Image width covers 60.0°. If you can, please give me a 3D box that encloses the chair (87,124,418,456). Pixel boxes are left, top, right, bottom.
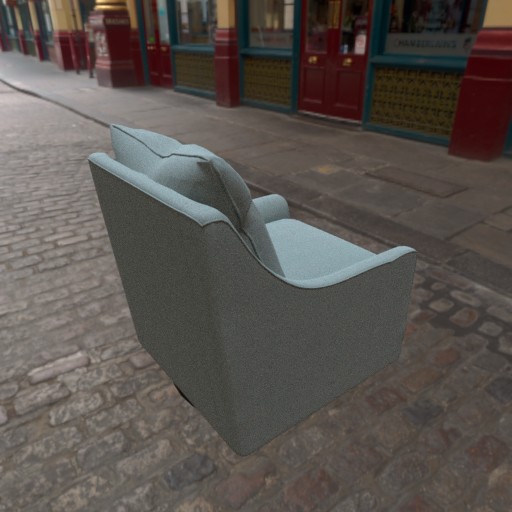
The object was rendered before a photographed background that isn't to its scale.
[{"bbox_3d":[0.000,0.000,1.591,0.870,0.926,0.760,-19,32,-33],"label":"chair"}]
